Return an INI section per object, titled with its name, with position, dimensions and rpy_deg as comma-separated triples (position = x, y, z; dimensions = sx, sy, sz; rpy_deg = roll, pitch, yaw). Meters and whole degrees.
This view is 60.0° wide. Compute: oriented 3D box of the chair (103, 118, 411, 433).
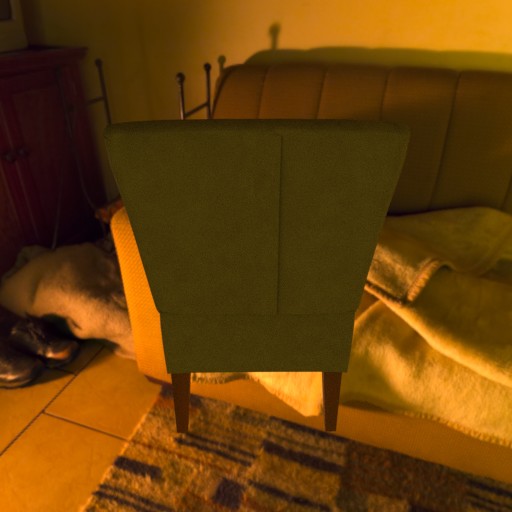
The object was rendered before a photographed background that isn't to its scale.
[chair]
position = 0.000, 0.000, 1.159
dimensions = 0.521, 0.806, 0.554
rpy_deg = 0, 30, 0
